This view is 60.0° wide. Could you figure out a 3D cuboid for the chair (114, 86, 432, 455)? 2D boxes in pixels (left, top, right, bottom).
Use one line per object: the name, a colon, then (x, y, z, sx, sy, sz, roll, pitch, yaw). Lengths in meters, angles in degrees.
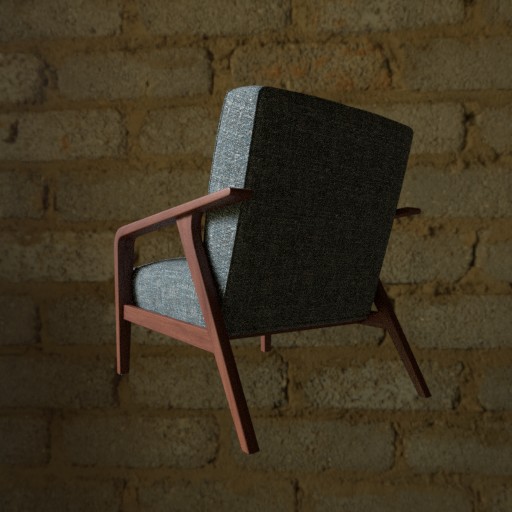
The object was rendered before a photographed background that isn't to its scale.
chair: (0.000, 0.000, 1.514, 0.719, 0.864, 0.889, 0, 0, -36)
